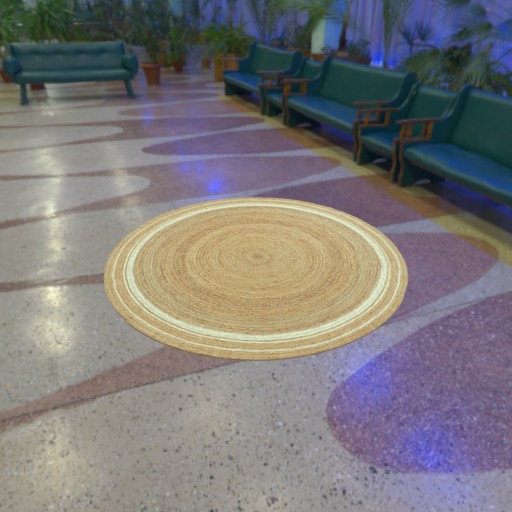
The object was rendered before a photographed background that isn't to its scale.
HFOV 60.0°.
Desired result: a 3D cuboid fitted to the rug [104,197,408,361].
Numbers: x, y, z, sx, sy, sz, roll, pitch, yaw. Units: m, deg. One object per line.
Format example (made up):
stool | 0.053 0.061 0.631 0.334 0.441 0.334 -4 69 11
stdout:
rug | 0.000 0.000 3.710 2.444 0.015 2.444 0 31 0
